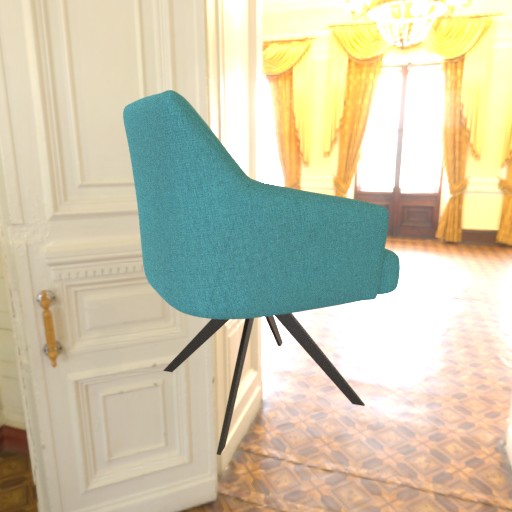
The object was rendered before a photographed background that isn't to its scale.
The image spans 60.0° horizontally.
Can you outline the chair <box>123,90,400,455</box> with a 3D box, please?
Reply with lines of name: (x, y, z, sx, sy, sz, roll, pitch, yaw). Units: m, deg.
chair: (0.000, 0.000, 1.331, 0.677, 0.874, 0.642, -7, 16, -27)
